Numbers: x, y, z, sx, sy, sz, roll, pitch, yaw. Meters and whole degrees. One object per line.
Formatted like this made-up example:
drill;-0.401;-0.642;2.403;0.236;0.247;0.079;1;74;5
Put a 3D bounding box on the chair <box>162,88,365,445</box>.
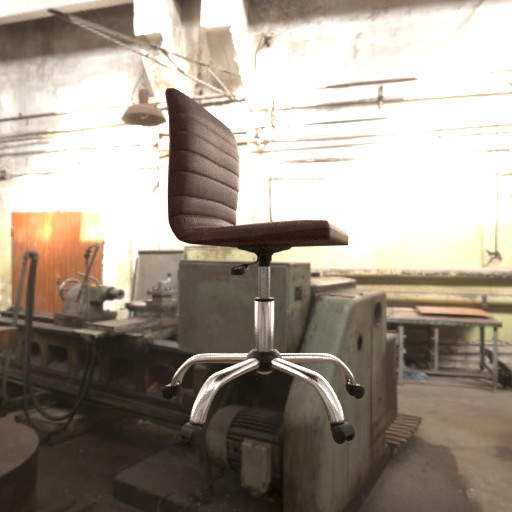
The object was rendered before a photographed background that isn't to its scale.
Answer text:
chair;0.000;0.000;1.150;0.530;0.780;0.556;0;-1;18
